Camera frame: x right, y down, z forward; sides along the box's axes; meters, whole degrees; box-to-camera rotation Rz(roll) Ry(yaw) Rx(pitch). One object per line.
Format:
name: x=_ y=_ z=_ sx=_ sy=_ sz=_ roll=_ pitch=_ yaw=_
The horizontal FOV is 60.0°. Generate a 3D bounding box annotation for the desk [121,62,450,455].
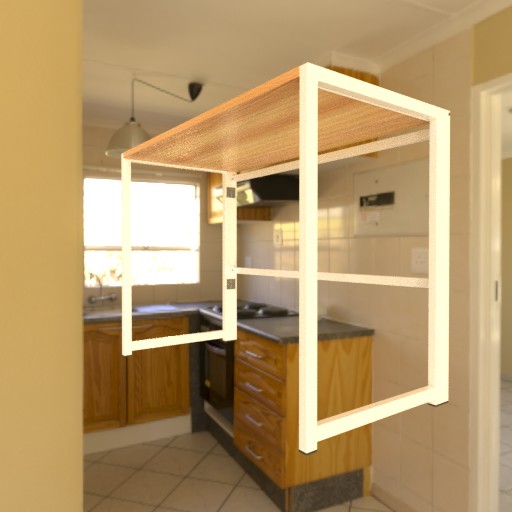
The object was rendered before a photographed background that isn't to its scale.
desk: x=0.000 y=0.000 z=1.413 sx=0.508 sy=0.762 sz=1.016 roll=-1 pitch=1 yaw=-37
